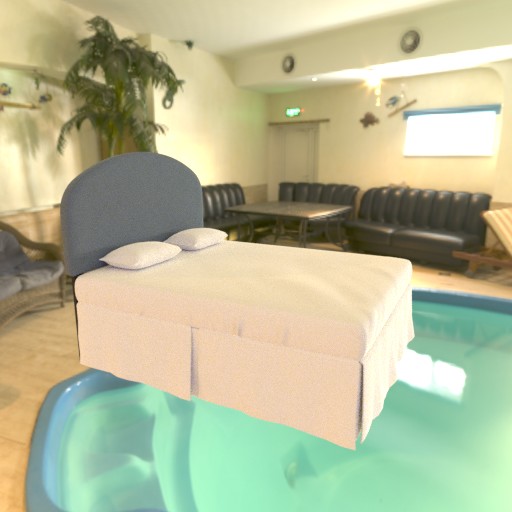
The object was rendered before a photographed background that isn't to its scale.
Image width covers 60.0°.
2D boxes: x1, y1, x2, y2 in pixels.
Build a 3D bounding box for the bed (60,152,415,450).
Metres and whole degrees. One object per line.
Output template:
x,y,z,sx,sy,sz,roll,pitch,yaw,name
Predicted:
0.000,0.000,3.078,2.005,1.410,1.607,7,15,26,bed
